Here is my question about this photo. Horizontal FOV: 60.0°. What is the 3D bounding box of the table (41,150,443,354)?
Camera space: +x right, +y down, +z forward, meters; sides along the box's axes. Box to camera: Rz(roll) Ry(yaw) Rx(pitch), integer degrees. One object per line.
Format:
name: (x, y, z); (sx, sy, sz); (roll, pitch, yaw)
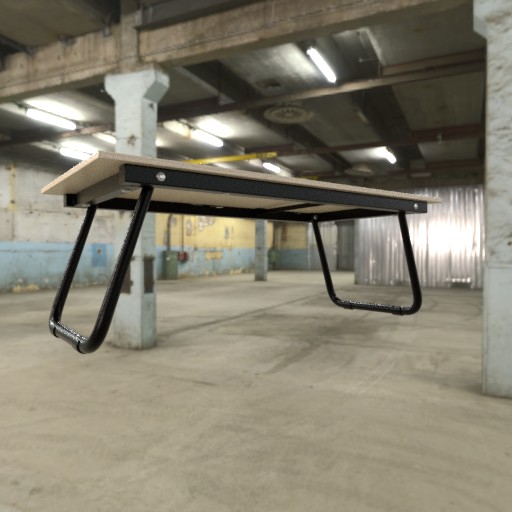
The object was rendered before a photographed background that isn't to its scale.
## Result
table: (0.000, 0.000, 0.785); (0.644, 0.242, 0.322); (0, -1, -36)
